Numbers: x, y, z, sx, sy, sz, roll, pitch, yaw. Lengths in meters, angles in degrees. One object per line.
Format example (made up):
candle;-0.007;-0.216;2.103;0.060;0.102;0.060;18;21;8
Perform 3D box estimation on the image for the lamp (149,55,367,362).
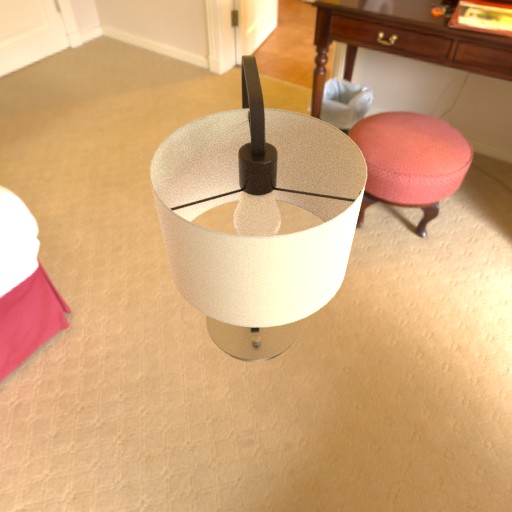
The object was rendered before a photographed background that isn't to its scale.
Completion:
lamp;0.000;0.000;0.624;0.230;0.473;0.288;-3;47;-3
